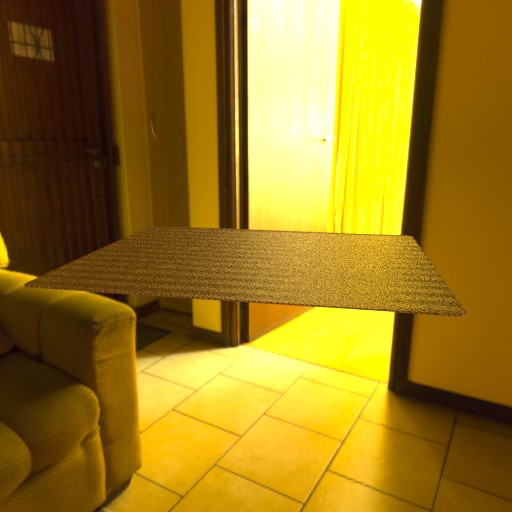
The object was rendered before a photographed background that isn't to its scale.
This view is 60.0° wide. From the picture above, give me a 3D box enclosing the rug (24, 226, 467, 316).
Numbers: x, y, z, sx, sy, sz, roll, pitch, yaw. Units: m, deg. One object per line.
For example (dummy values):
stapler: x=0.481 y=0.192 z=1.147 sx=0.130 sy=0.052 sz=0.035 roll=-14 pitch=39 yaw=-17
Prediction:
rug: x=0.000 y=0.000 z=4.252 sx=3.207 sy=0.014 sz=2.439 roll=3 pitch=15 yaw=10
